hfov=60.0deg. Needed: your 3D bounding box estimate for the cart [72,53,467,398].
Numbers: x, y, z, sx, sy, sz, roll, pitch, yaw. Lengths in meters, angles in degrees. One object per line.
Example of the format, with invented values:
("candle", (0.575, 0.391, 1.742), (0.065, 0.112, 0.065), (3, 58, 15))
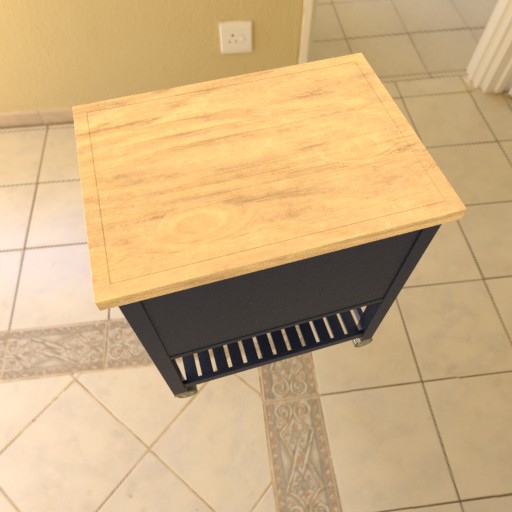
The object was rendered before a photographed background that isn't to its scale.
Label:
("cart", (0.000, 0.000, 1.424), (0.797, 0.920, 0.567), (-14, 60, -8))
